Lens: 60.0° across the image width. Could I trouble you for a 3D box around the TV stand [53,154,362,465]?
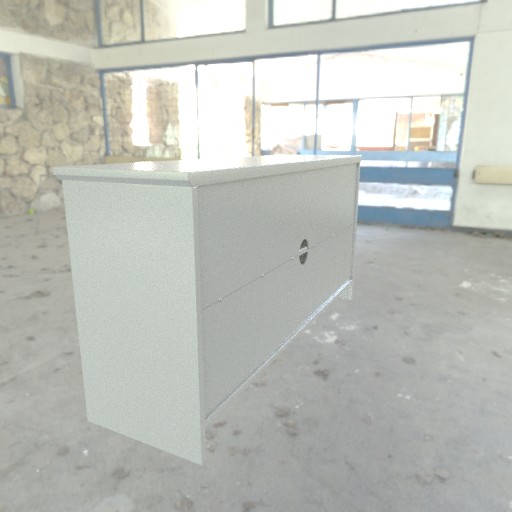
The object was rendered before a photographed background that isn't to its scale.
[{"bbox_3d":[0.000,0.000,1.417,0.344,0.603,1.167,7,16,27],"label":"TV stand"}]
